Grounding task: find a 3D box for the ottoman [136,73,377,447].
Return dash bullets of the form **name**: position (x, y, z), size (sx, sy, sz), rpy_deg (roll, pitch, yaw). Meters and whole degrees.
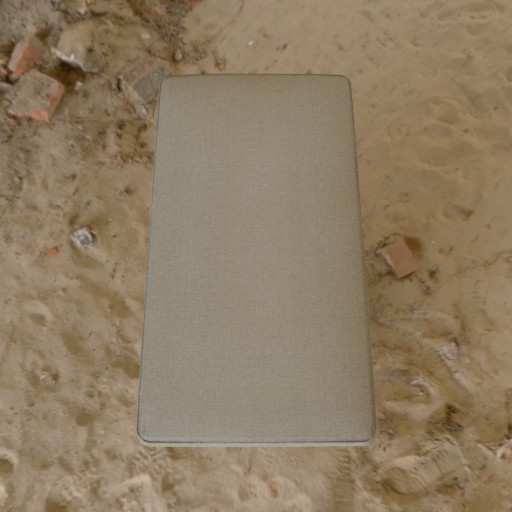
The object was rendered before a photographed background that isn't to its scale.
- **ottoman**: position (0.000, 0.000, 1.416), size (0.617, 0.461, 1.097), rpy_deg (0, 74, 0)
